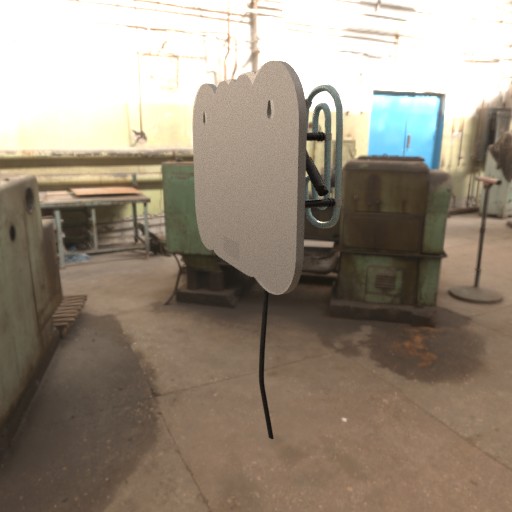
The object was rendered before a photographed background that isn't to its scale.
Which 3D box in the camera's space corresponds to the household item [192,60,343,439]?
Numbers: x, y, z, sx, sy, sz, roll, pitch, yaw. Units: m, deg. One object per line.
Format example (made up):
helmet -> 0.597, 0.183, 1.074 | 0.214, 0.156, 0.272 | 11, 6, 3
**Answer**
household item -> 0.000, 0.000, 0.387 | 0.042, 0.294, 0.211 | -7, 16, -24
